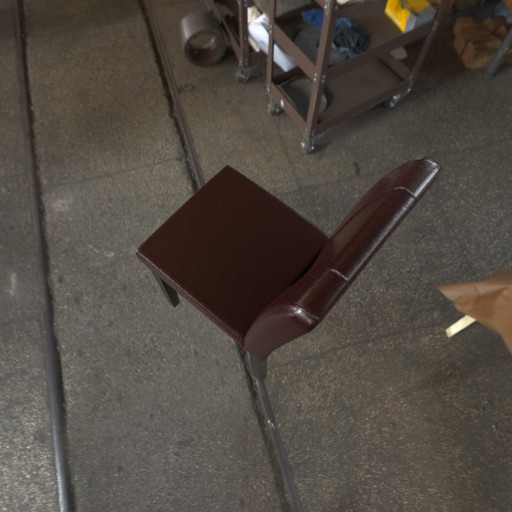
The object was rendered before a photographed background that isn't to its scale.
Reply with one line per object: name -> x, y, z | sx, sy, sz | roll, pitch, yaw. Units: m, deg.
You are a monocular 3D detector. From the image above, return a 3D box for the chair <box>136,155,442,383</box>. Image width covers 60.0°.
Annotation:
chair -> 0.000, 0.000, 1.187 | 0.556, 0.897, 0.399 | 37, 70, 16
